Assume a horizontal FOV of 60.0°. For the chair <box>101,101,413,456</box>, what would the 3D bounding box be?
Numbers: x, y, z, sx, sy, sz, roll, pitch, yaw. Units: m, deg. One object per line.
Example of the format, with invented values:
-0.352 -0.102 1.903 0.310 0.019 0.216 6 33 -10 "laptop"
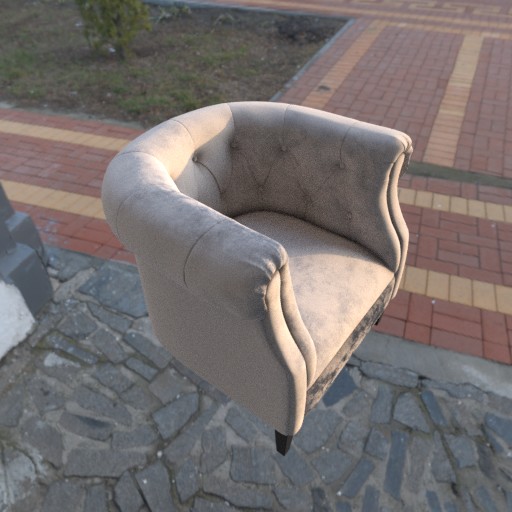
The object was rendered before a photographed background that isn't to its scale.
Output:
0.000 0.000 1.568 0.851 0.826 0.904 26 47 27 "chair"
